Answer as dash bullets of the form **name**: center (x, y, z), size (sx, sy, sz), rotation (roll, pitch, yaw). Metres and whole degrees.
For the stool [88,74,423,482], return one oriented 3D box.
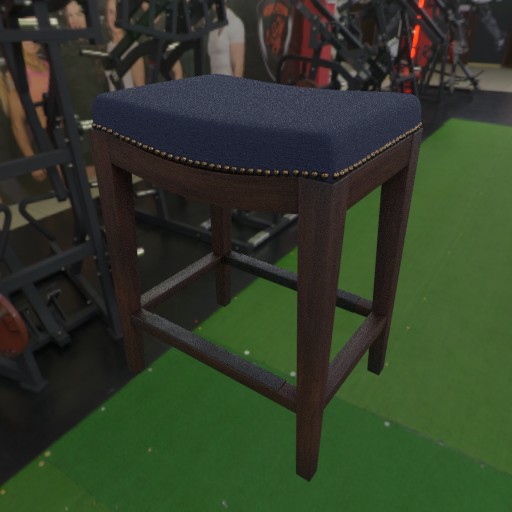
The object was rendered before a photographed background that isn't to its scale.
- **stool**: center (0.000, 0.000, 0.915), size (0.500, 0.642, 0.361), rotation (19, 35, 30)
